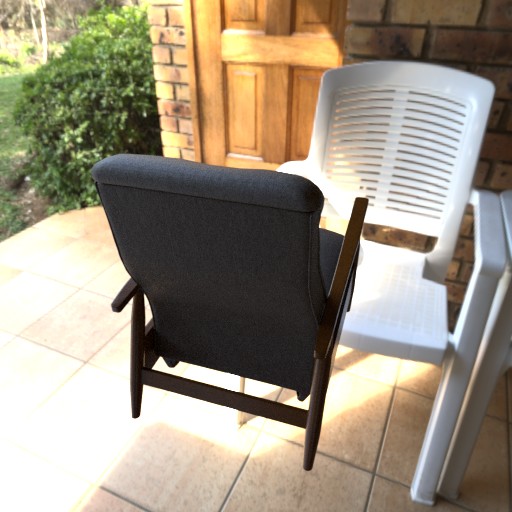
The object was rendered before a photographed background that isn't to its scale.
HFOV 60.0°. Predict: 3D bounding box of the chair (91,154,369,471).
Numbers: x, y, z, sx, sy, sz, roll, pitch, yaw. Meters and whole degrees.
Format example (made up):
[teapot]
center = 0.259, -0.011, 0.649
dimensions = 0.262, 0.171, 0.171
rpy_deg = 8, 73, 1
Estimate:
[chair]
center = 0.000, 0.000, 1.775
dimensions = 0.762, 1.081, 1.014
rpy_deg = 10, 33, 15
